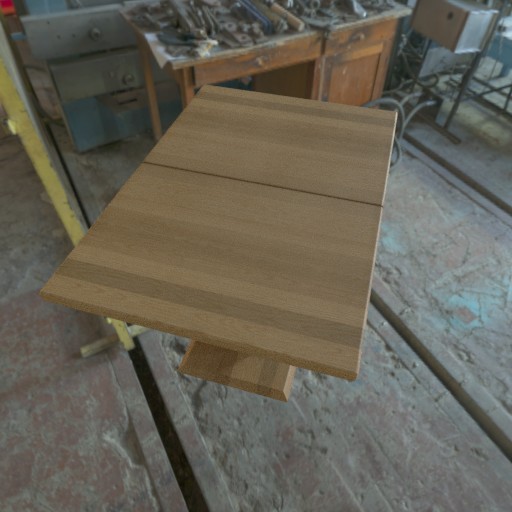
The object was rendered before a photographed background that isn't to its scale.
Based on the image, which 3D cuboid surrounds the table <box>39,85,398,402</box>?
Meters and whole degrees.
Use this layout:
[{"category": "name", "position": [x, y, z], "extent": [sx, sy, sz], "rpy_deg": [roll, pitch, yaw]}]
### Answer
[{"category": "table", "position": [0.000, 0.000, 1.864], "extent": [0.900, 0.770, 1.300], "rpy_deg": [12, 48, 11]}]
